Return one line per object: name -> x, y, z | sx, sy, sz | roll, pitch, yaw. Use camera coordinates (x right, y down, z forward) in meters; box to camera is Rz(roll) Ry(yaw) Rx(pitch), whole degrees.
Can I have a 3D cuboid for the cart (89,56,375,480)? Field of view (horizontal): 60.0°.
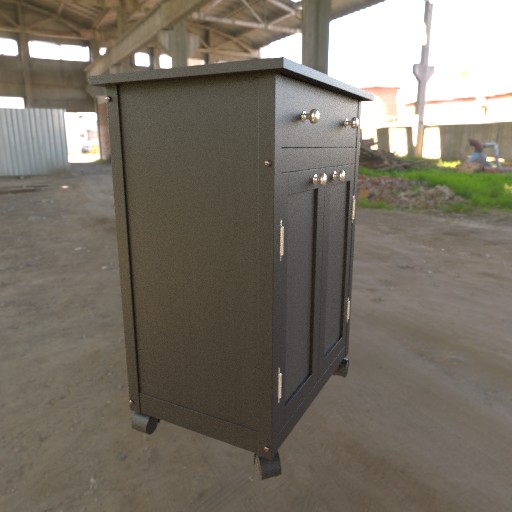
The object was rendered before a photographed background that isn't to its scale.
cart -> 0.000, 0.000, 1.226 | 0.456, 0.879, 0.660 | 7, 16, 27
